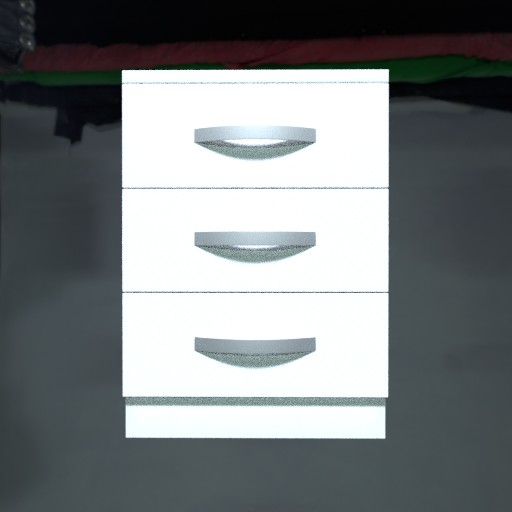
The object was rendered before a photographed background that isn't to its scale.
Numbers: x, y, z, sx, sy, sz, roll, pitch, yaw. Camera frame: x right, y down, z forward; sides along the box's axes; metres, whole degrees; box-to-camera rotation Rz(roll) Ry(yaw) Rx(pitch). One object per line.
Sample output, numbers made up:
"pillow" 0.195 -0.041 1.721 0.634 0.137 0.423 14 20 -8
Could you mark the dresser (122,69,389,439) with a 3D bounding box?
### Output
"dresser" 0.000 0.000 0.825 0.400 0.560 0.360 0 0 1
